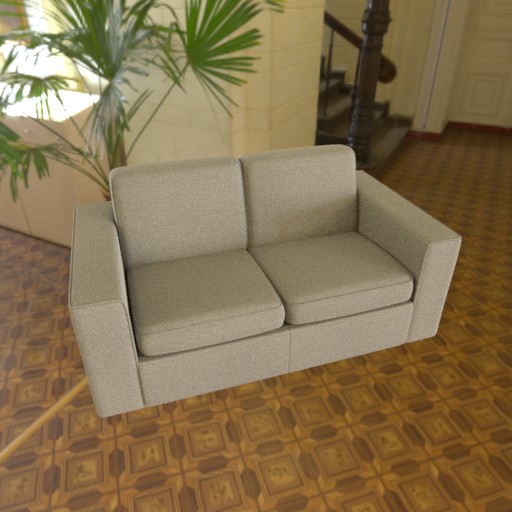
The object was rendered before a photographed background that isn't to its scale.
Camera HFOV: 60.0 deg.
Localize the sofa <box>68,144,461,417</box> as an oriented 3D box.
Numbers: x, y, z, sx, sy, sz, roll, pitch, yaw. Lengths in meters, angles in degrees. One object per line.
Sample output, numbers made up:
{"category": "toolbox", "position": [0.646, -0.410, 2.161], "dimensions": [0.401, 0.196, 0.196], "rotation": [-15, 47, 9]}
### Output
{"category": "sofa", "position": [0.000, 0.000, 2.412], "dimensions": [1.812, 0.924, 1.007], "rotation": [-10, 32, -15]}
